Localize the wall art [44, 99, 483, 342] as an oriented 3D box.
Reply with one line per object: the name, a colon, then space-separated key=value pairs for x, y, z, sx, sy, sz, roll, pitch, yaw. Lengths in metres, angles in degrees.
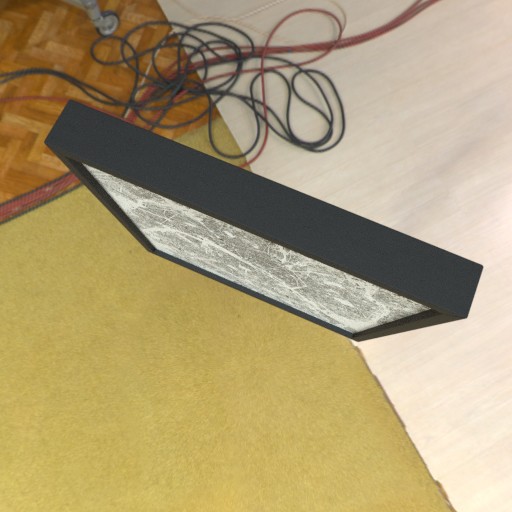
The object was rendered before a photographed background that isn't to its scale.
wall art: x=0.000 y=0.000 z=0.443 sx=0.305 sy=0.305 sz=0.037 roll=23 pitch=77 yaw=5
